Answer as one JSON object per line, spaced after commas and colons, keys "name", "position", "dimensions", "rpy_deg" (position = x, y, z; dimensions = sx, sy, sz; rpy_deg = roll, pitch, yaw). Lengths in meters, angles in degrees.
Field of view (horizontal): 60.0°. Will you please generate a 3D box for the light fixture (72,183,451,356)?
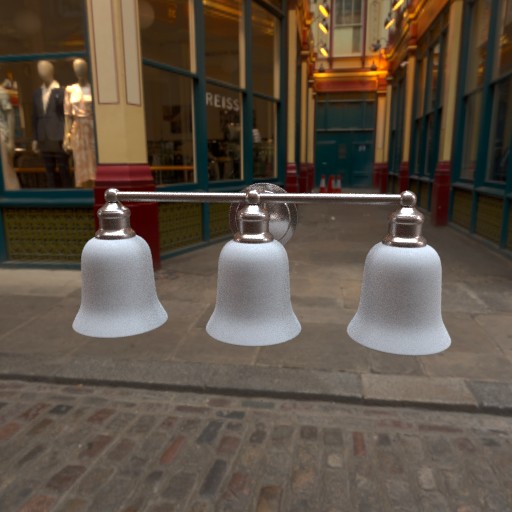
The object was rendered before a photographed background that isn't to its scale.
{"name": "light fixture", "position": [0.000, 0.000, 0.680], "dimensions": [0.570, 0.211, 0.198], "rpy_deg": [2, 13, 8]}
